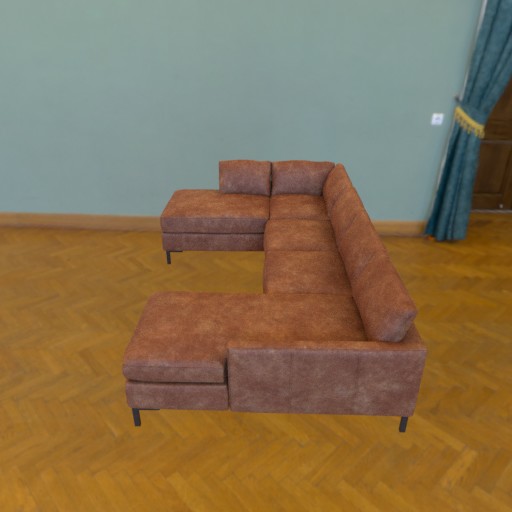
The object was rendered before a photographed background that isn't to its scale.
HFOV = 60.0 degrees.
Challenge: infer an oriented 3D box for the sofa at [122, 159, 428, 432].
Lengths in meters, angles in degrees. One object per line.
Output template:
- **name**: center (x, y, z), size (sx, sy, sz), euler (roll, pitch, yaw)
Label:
- **sofa**: center (0.000, 0.000, 3.782), size (1.939, 0.900, 2.956), euler (1, 28, 1)
